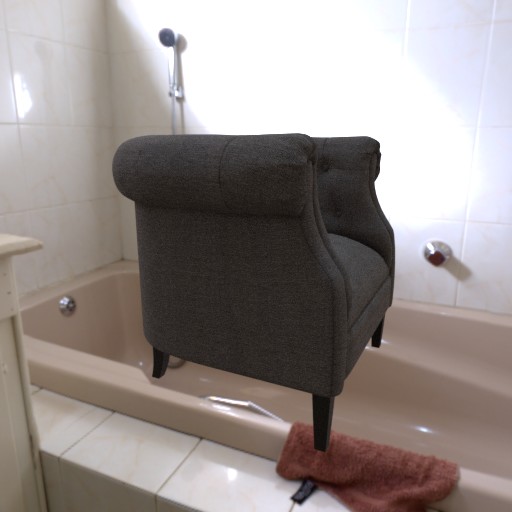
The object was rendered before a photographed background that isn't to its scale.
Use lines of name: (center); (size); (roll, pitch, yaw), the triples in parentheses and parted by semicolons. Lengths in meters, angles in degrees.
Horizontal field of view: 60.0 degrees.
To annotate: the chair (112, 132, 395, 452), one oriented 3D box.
chair: (0.000, 0.000, 1.559); (0.852, 0.827, 0.905); (7, 16, 26)
